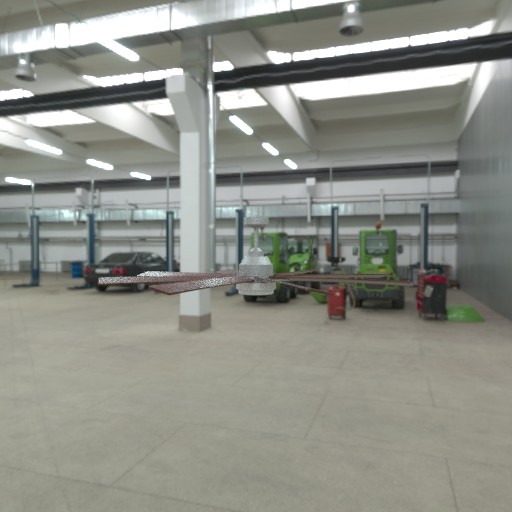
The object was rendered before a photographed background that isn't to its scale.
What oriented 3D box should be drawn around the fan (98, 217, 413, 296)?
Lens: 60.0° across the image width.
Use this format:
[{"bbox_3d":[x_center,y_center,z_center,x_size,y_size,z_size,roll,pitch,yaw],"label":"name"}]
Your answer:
[{"bbox_3d":[0.000,0.000,2.727,1.830,0.472,1.830,0,1,-17],"label":"fan"}]
